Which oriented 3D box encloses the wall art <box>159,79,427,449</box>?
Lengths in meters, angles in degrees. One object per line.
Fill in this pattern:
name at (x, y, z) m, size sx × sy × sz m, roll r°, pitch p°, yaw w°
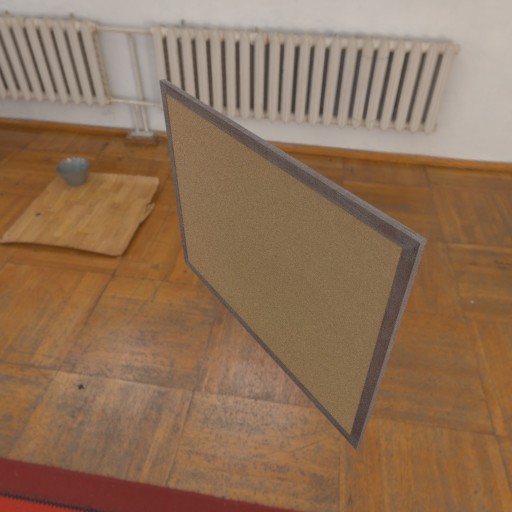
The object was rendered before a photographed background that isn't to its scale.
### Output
wall art at (0.000, 0.000, 1.350) m, size 0.019 × 0.774 × 1.012 m, roll -25°, pitch 47°, yaw -27°
